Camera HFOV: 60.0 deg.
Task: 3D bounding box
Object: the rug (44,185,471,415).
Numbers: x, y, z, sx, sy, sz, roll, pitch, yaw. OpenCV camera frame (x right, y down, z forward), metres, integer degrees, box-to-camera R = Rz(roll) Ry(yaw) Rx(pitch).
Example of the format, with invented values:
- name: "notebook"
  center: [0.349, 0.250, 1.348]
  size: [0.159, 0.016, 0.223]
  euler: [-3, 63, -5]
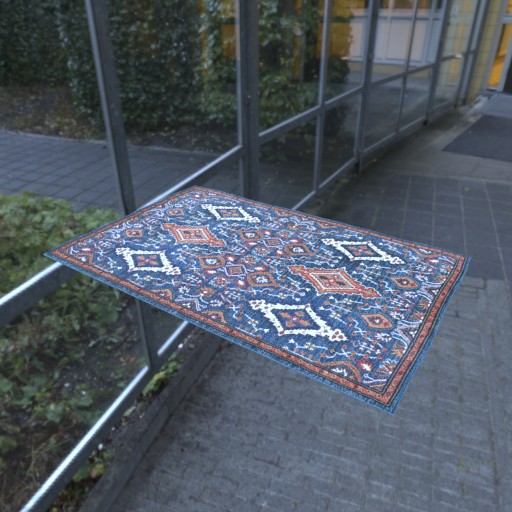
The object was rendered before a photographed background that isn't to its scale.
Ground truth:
- name: "rug"
  center: [0.000, 0.000, 2.259]
  size: [1.847, 0.014, 1.195]
  euler: [18, 35, 29]
